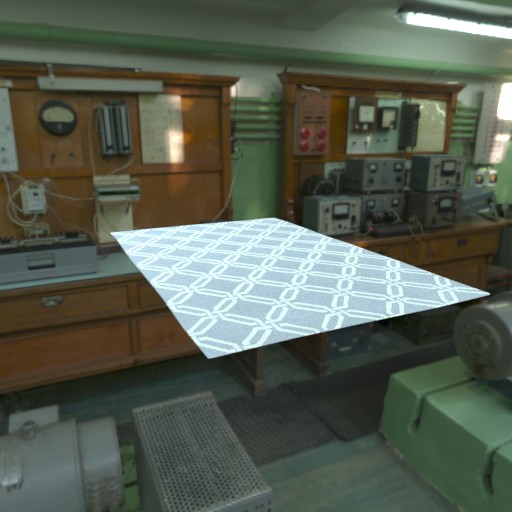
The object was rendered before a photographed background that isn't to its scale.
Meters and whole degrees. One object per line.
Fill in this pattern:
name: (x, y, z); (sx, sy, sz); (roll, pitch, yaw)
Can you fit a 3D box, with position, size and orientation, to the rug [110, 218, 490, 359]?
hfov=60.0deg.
rug: (0.000, 0.000, 2.198); (1.148, 0.010, 1.754); (-7, 17, -25)
